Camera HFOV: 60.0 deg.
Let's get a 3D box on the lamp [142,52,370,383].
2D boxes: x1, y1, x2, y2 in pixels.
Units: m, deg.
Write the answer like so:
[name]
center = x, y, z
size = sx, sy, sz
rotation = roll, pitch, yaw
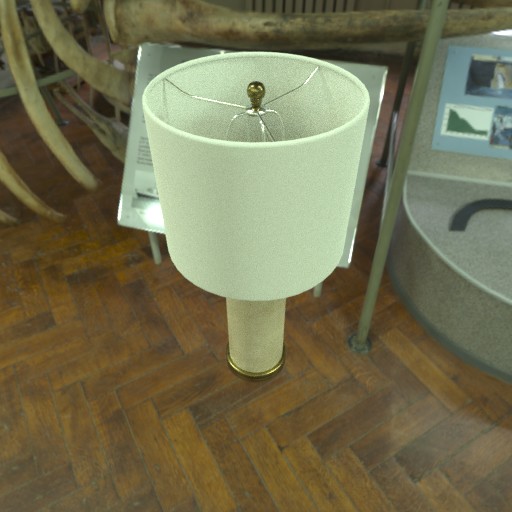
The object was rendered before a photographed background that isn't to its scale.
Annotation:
[lamp]
center = 0.000, 0.000, 0.809
size = 0.305, 0.634, 0.305
rotation = -11, 44, -12
